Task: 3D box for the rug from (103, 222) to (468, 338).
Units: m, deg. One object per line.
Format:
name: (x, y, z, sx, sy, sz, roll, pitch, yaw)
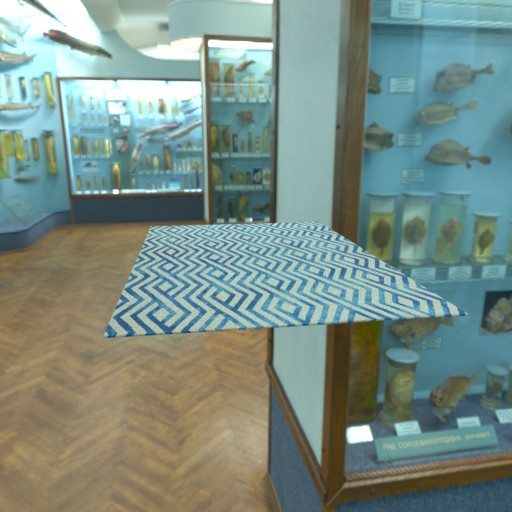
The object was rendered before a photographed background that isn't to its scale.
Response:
rug: (0.000, 0.000, 2.323, 1.225, 0.008, 1.830, -2, 15, -8)
